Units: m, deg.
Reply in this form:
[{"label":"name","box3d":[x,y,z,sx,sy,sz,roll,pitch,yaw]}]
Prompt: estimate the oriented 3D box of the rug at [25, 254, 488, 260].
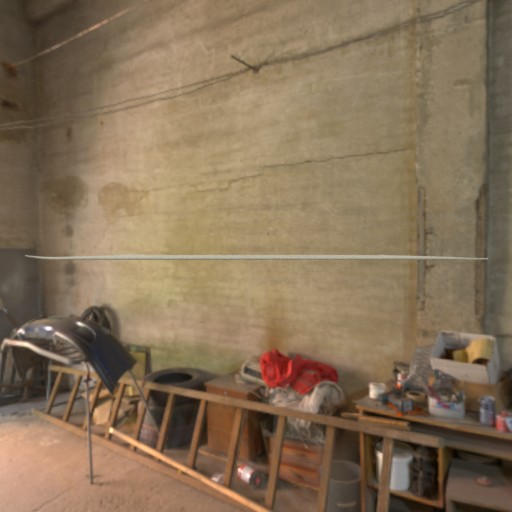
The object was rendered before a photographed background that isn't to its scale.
[{"label":"rug","box3d":[0.000,0.000,3.893,2.897,0.035,2.277,0,1,-1]}]
